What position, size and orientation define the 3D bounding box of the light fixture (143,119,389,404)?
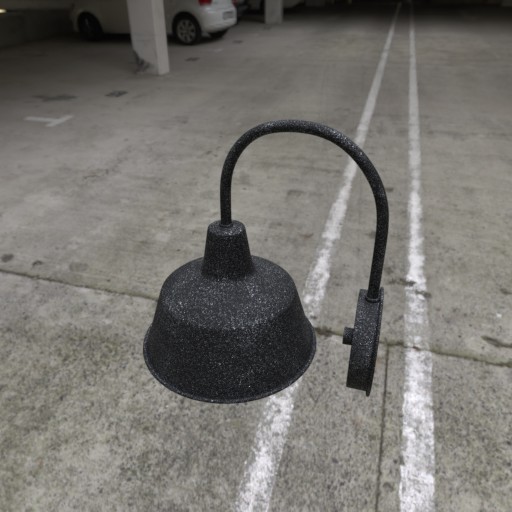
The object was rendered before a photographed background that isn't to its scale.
[{"bbox_3d":[0.000,0.000,0.491,0.283,0.300,0.216,8,30,14],"label":"light fixture"}]
